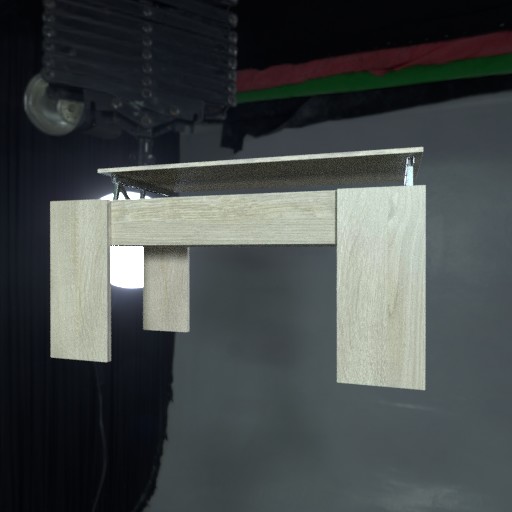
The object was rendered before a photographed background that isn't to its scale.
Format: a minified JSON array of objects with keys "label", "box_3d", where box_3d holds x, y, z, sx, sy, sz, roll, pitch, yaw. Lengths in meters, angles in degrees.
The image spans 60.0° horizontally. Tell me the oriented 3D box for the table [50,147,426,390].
[{"label":"table","box_3d":[0.000,0.000,1.436,1.000,0.570,0.711,0,0,18]}]
